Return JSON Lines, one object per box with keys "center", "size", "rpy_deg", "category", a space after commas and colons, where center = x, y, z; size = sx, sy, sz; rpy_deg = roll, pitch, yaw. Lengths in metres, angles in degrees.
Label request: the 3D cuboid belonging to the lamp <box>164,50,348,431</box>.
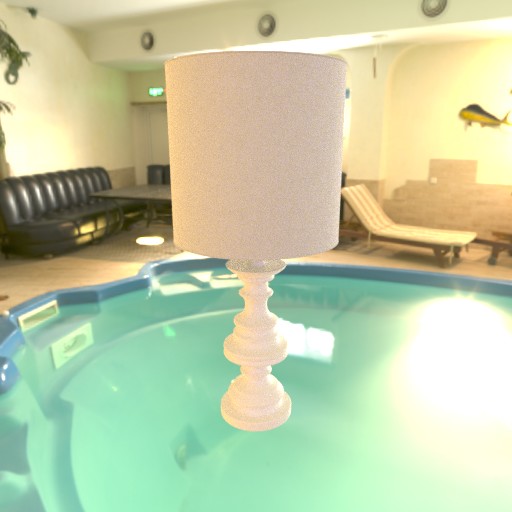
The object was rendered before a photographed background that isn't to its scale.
{"center": [0.000, 0.000, 0.574], "size": [0.208, 0.455, 0.208], "rpy_deg": [3, 16, 10], "category": "lamp"}
